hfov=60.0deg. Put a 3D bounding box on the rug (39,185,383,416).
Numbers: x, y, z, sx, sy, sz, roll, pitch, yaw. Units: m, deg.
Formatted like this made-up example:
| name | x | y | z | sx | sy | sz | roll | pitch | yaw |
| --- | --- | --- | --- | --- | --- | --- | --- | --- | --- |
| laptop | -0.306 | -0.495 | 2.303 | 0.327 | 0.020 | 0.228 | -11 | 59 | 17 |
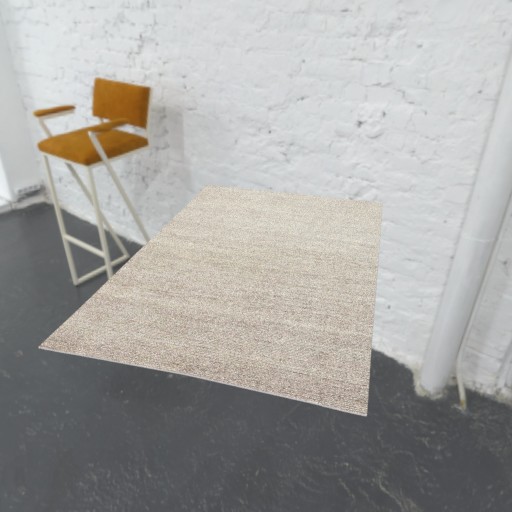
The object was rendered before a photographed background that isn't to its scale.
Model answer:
| name | x | y | z | sx | sy | sz | roll | pitch | yaw |
| --- | --- | --- | --- | --- | --- | --- | --- | --- | --- |
| rug | 0.000 | 0.000 | 3.001 | 1.609 | 0.030 | 2.342 | 8 | 31 | 14 |
